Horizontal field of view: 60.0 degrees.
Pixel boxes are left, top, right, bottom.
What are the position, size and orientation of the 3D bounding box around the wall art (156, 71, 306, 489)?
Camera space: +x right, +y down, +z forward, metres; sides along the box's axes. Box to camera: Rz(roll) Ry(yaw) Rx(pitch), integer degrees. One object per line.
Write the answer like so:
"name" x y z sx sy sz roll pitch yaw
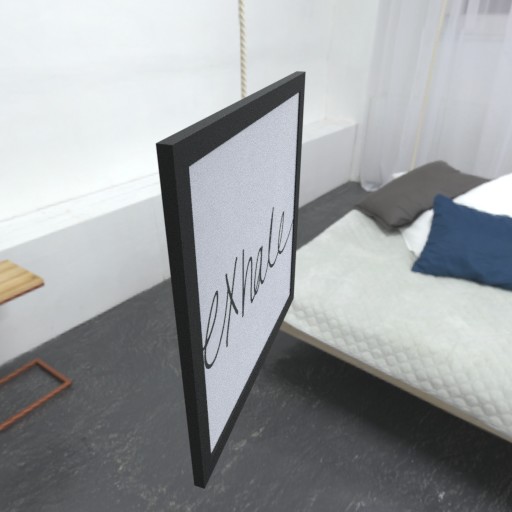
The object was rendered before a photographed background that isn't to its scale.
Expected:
"wall art" 0.000 0.000 0.515 0.012 0.357 0.358 10 31 16
